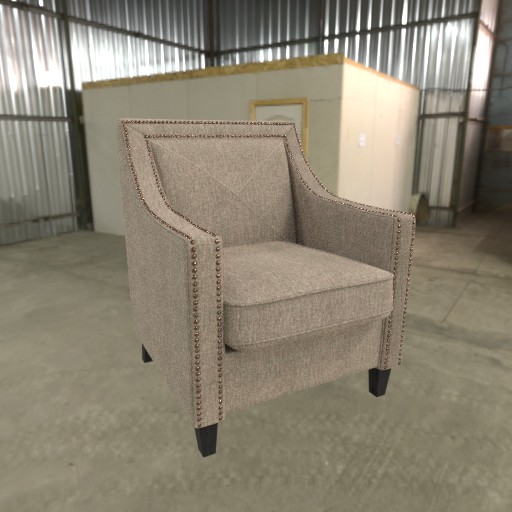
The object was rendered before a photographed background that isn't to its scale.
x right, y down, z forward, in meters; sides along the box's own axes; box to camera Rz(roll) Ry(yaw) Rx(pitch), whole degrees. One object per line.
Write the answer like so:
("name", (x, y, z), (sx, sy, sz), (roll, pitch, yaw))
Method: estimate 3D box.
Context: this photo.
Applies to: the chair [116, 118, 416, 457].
("chair", (0.000, 0.000, 1.607), (0.776, 0.967, 0.884), (-8, 17, -27))
